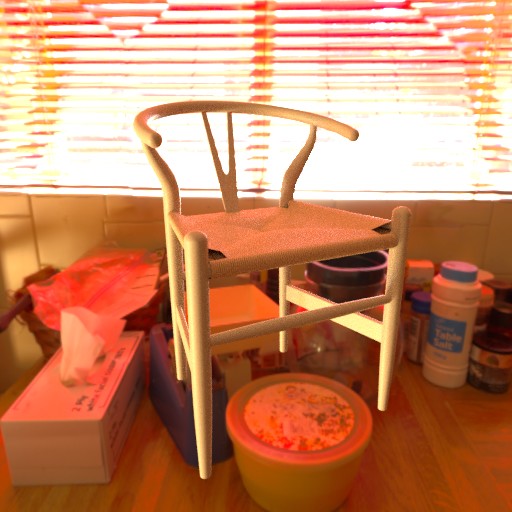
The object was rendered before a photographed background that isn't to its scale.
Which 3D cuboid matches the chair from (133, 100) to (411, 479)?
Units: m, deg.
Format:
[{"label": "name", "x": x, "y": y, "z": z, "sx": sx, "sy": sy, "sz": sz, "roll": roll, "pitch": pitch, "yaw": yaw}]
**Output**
[{"label": "chair", "x": 0.000, "y": 0.000, "z": 1.088, "sx": 0.533, "sy": 0.736, "sz": 0.500, "roll": -9, "pitch": 19, "yaw": -26}]
